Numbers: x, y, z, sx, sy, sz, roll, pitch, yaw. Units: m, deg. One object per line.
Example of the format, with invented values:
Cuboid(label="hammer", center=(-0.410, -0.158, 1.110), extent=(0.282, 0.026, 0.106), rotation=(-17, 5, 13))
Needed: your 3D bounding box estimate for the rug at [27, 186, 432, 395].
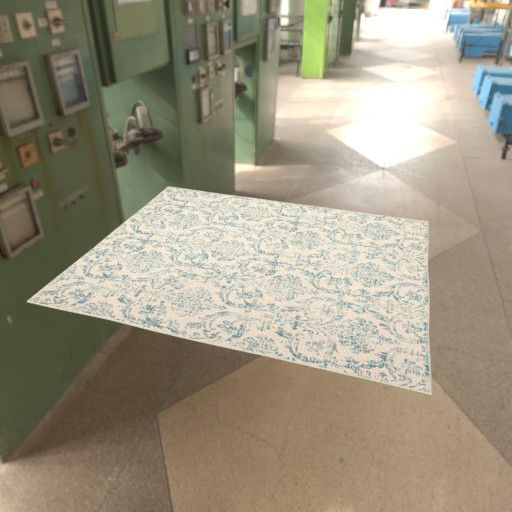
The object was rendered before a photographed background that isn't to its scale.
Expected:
Cuboid(label="rug", center=(0.000, 0.000, 4.003), extent=(2.980, 0.012, 2.363), rotation=(10, 33, 15))
